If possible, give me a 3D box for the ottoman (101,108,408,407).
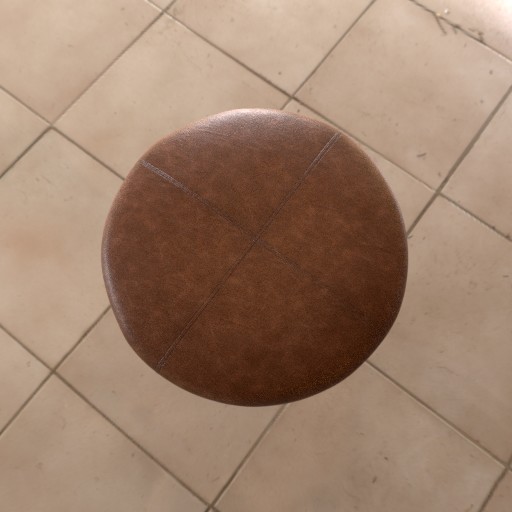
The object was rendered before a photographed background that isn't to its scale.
[{"bbox_3d":[0.000,0.000,1.585,1.006,0.445,1.006,0,76,0],"label":"ottoman"}]
